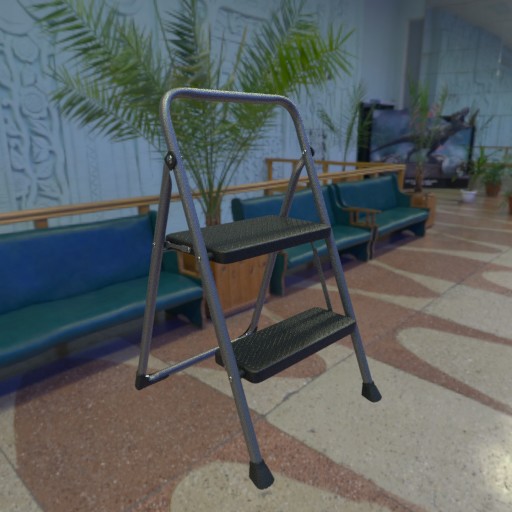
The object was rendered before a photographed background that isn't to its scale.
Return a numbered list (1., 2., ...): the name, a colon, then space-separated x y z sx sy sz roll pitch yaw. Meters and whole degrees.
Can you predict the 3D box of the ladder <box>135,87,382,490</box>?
1. ladder: 0.000 0.000 1.021 0.430 0.720 0.472 -15 21 -42
